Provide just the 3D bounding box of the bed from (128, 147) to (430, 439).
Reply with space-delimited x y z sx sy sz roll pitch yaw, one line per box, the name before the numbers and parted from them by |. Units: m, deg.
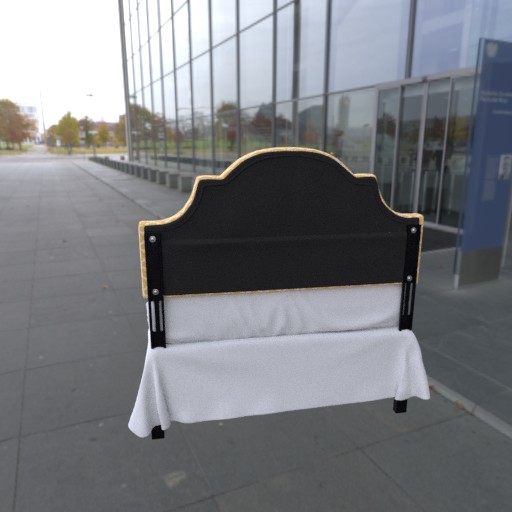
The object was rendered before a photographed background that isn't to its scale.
bed | 0.000 0.000 3.409 1.780 1.633 2.222 -2 14 -10
